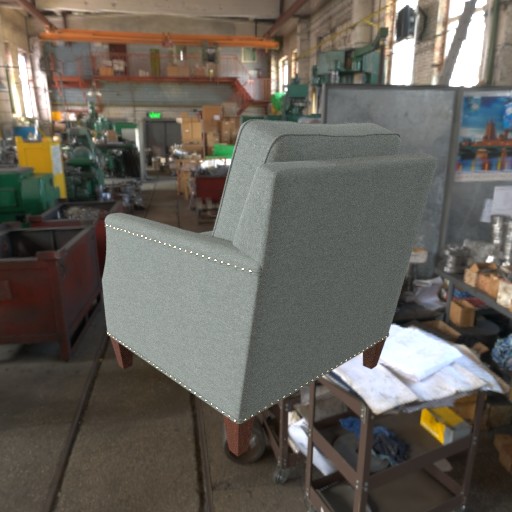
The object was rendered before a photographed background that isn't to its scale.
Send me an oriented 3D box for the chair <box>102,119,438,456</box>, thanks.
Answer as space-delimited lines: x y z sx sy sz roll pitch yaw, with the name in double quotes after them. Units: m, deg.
0.000 0.000 1.783 0.885 1.031 1.031 -15 21 -42 "chair"
